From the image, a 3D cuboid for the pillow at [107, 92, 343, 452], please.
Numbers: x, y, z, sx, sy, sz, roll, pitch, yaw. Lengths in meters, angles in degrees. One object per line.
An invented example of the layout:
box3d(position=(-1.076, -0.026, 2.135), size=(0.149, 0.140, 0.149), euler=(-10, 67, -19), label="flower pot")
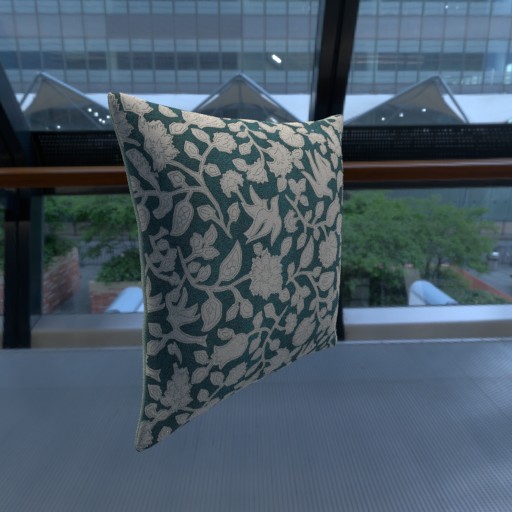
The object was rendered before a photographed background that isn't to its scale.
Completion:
box3d(position=(0.000, 0.000, 0.787), size=(0.166, 0.508, 0.525), euler=(12, 18, 42), label="pillow")
